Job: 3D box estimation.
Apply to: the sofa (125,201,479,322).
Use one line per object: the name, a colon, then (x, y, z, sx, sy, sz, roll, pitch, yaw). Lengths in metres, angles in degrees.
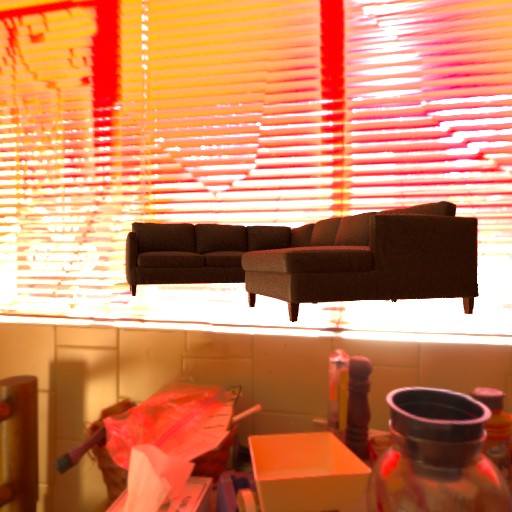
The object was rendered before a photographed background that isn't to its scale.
sofa: (0.000, 0.000, 4.660, 2.593, 0.923, 3.460, 0, 0, -17)
